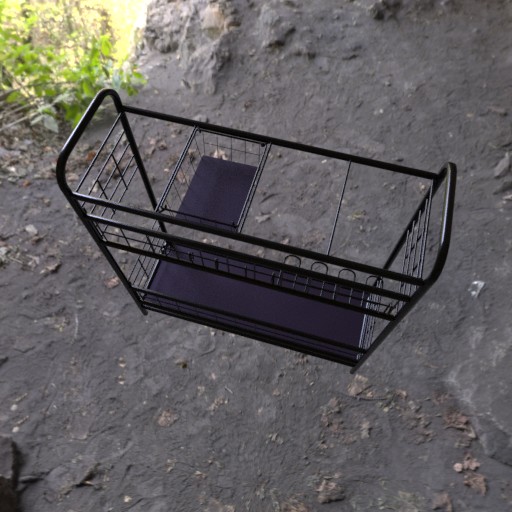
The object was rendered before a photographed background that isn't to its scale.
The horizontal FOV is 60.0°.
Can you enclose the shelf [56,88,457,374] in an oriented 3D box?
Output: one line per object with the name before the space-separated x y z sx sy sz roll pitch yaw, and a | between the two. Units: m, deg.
shelf | 0.000 0.000 1.541 0.961 1.026 0.350 14 64 7
